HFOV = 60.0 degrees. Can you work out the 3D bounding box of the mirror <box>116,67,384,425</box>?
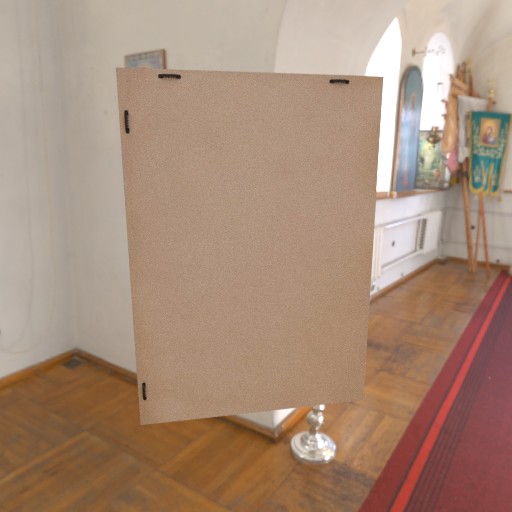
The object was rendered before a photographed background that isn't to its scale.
[{"bbox_3d":[0.000,0.000,0.922,0.507,0.710,0.040,-3,14,-11],"label":"mirror"}]
